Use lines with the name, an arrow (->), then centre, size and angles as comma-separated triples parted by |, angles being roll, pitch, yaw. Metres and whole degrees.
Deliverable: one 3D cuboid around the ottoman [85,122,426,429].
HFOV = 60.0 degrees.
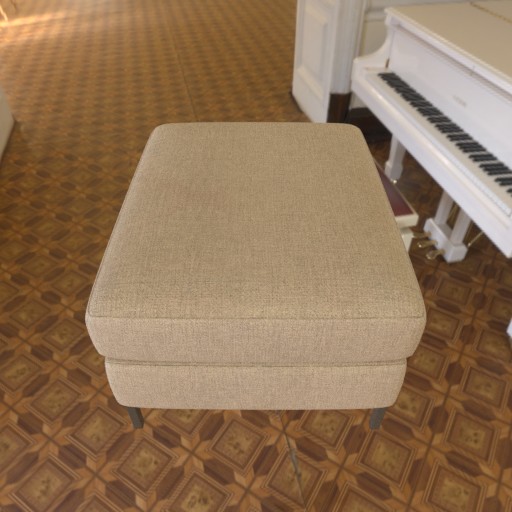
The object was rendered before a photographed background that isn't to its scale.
ottoman -> 0.000, 0.000, 1.238 | 0.671, 0.490, 0.820 | 0, 42, 0
